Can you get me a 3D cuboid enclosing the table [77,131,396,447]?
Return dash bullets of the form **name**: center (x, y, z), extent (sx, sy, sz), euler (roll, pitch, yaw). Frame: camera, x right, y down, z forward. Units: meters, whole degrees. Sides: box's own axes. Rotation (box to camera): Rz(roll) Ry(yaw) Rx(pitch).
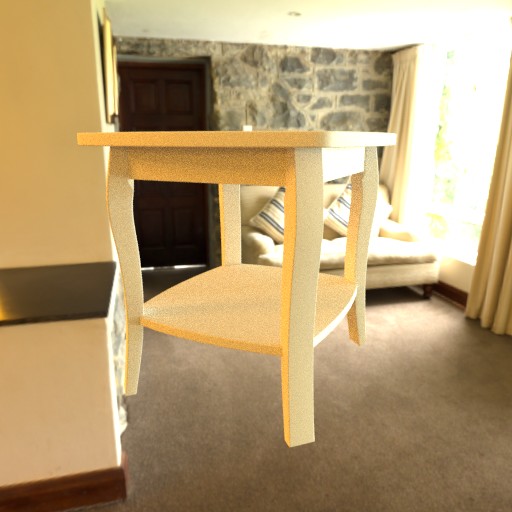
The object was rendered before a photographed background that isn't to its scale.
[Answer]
- **table**: center (0.000, 0.000, 0.822), extent (0.451, 0.438, 0.502), euler (7, 16, 25)
